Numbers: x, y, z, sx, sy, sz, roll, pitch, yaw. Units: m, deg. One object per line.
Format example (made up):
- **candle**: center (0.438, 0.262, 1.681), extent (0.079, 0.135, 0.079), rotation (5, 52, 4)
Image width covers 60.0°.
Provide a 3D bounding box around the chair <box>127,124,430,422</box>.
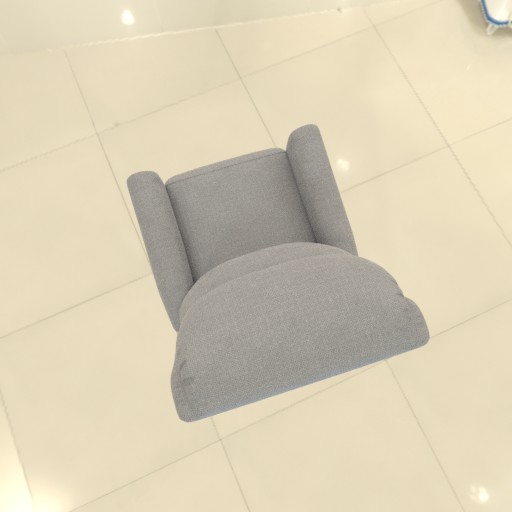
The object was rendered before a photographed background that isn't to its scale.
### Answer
- **chair**: center (0.000, 0.000, 1.777), extent (0.838, 1.054, 1.014), rotation (-17, 76, -4)
